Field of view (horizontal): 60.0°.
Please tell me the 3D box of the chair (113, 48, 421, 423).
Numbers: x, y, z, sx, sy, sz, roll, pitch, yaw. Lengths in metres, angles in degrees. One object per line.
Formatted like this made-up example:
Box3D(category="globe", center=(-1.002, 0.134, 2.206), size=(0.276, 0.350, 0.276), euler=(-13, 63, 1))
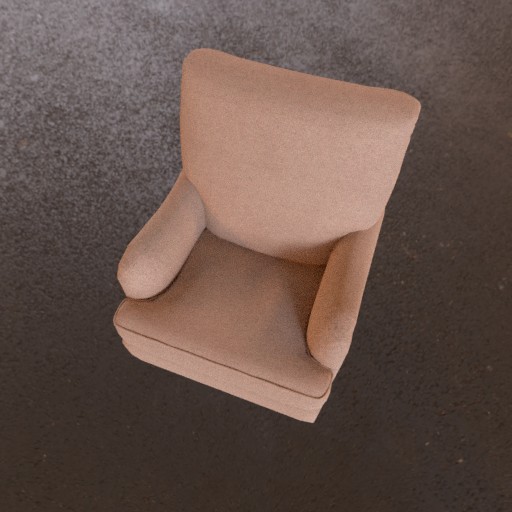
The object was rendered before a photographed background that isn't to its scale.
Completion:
Box3D(category="chair", center=(0.000, 0.000, 1.781), size=(0.879, 1.119, 0.953), euler=(17, 59, 11))
